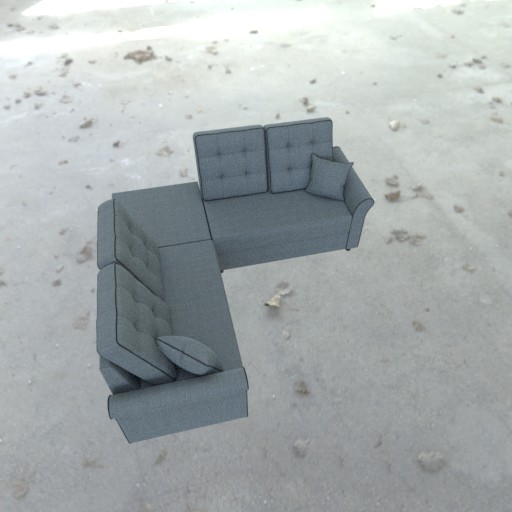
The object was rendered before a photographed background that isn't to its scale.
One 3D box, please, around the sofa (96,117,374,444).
[{"bbox_3d":[0.000,0.000,3.240,2.070,0.988,2.068,-10,48,-9],"label":"sofa"}]
